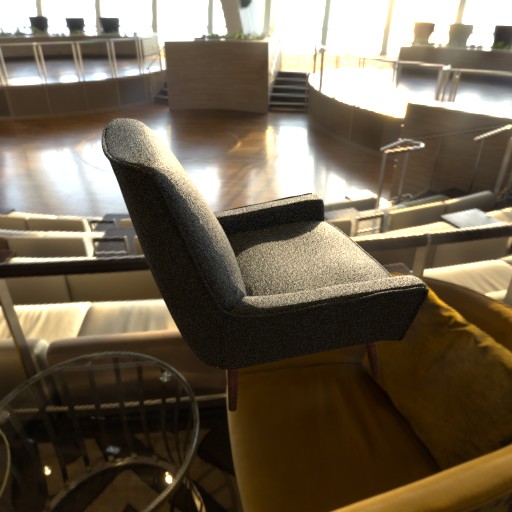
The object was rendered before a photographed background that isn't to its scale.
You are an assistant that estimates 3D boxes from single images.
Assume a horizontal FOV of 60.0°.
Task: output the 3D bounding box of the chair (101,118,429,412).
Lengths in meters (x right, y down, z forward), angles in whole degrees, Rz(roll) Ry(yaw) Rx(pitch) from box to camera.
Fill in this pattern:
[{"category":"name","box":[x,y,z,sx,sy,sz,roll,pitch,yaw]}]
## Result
[{"category":"chair","box":[0.000,0.000,1.498,0.859,0.883,0.763,-10,32,-16]}]
